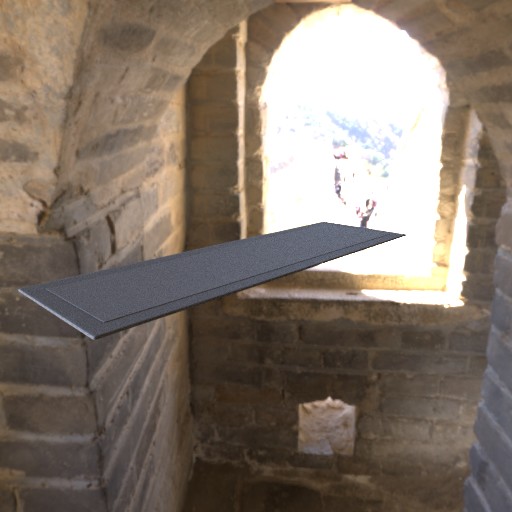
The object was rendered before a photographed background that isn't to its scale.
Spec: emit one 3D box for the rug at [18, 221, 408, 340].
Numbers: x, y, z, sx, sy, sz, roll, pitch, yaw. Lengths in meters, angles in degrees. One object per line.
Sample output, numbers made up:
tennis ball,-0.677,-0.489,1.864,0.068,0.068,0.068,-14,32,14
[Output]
rug,0.000,0.000,2.664,0.759,0.012,2.430,14,20,42
